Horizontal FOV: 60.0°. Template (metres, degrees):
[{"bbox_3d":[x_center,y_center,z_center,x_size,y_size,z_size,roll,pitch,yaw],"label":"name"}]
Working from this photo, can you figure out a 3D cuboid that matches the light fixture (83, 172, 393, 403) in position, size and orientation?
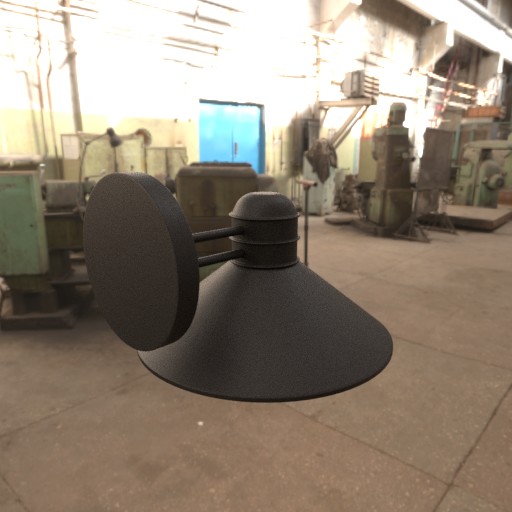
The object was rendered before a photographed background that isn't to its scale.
[{"bbox_3d":[0.000,0.000,0.667,0.396,0.265,0.434,13,19,43],"label":"light fixture"}]
